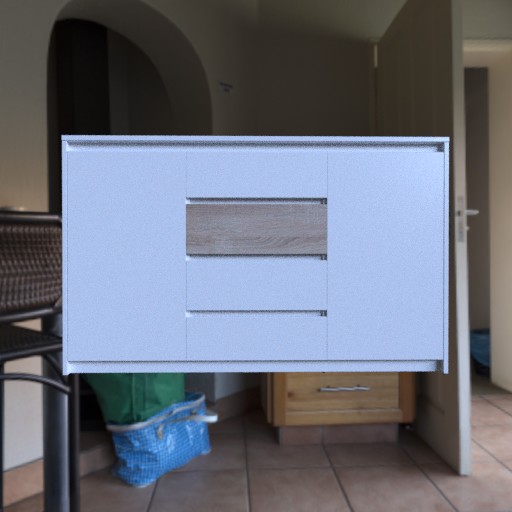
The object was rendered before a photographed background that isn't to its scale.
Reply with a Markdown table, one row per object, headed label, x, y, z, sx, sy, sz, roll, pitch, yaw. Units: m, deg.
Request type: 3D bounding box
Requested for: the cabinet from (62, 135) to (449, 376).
| label | x | y | z | sx | sy | sz | roll | pitch | yaw |
| --- | --- | --- | --- | --- | --- | --- | --- | --- | --- |
| cabinet | 0.000 | 0.000 | 1.851 | 1.450 | 0.900 | 0.380 | 0 | 0 | -1 |
